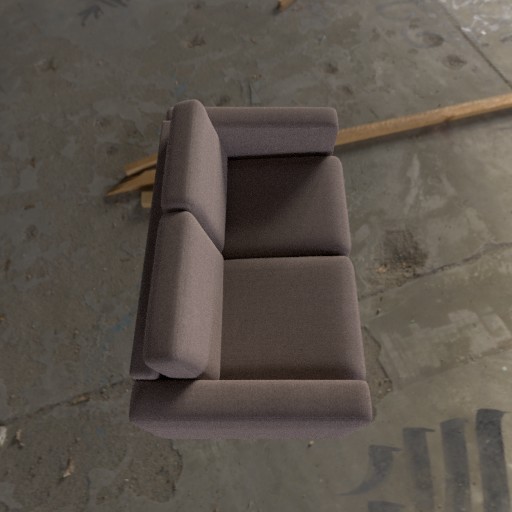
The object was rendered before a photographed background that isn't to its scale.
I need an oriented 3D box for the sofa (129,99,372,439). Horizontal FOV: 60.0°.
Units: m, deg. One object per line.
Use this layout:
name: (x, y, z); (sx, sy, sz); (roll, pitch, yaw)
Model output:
sofa: (0.000, 0.000, 2.041); (0.900, 0.800, 1.520); (0, 62, 0)
